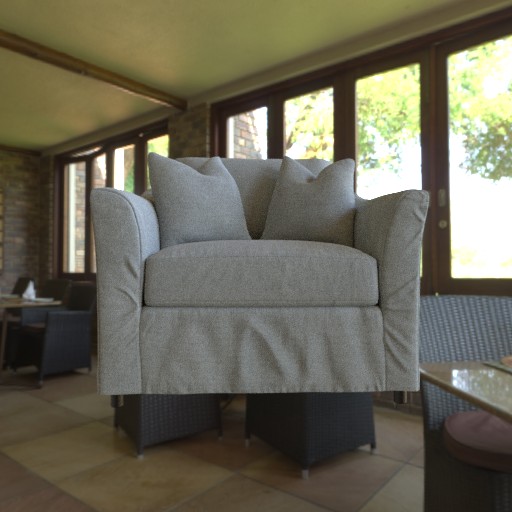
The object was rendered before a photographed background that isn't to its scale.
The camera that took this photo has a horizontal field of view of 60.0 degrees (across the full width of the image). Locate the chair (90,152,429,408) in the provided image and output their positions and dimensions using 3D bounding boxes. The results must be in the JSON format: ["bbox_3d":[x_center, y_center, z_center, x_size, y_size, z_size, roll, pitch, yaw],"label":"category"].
[{"bbox_3d":[0.000,0.000,2.045,1.194,1.059,1.071,0,-2,-2],"label":"chair"}]
